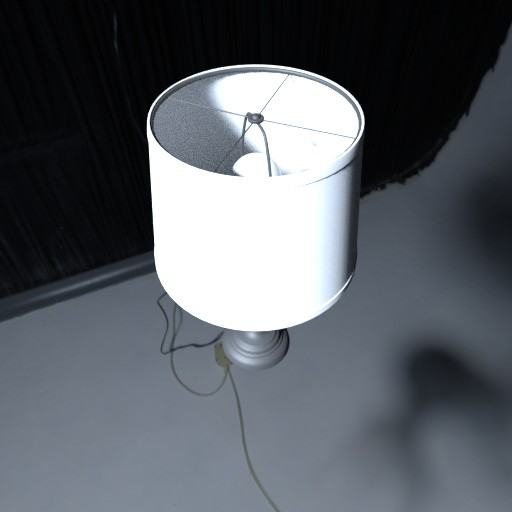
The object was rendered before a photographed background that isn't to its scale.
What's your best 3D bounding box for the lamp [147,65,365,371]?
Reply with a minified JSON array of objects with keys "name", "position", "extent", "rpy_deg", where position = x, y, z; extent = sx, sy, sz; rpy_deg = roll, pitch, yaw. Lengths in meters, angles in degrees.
[{"name":"lamp","position":[0.000,0.000,0.706],"extent":[0.310,0.501,0.310],"rpy_deg":[0,48,0]}]
